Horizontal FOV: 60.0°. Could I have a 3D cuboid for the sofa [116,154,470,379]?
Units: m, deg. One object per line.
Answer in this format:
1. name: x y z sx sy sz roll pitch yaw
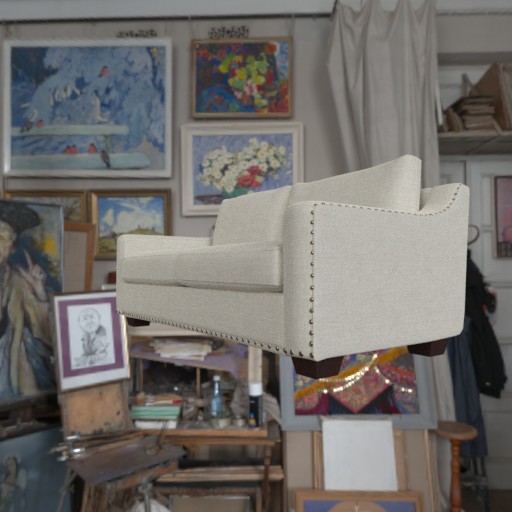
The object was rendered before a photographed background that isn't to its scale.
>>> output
1. sofa: 0.000 0.000 2.716 1.104 0.983 2.107 1 -2 -36
